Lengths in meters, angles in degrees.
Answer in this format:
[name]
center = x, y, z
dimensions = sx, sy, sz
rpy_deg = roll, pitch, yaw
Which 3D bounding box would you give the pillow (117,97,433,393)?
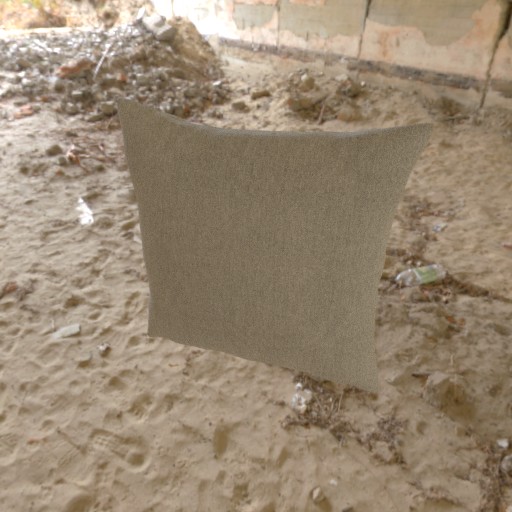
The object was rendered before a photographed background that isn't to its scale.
[pillow]
center = 0.000, 0.000, 0.682
dimensions = 0.433, 0.436, 0.173
rpy_deg = 10, 33, 17
